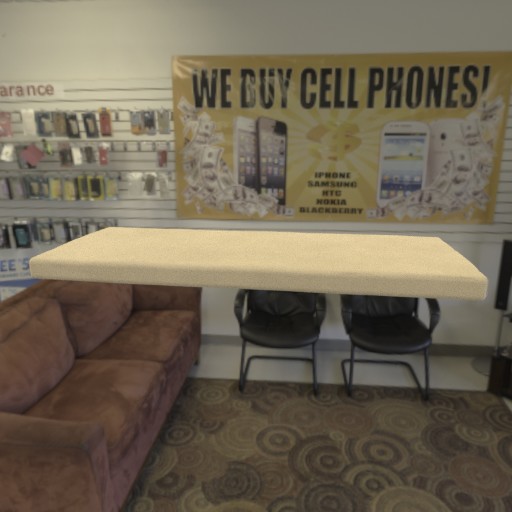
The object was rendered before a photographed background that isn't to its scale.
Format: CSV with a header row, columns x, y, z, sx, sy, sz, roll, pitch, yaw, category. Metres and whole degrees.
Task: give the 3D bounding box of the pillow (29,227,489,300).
x,y,z,sx,sy,sz,roll,pitch,yaw,category
0.000,0.000,1.317,1.187,0.081,0.492,2,15,8,pillow
